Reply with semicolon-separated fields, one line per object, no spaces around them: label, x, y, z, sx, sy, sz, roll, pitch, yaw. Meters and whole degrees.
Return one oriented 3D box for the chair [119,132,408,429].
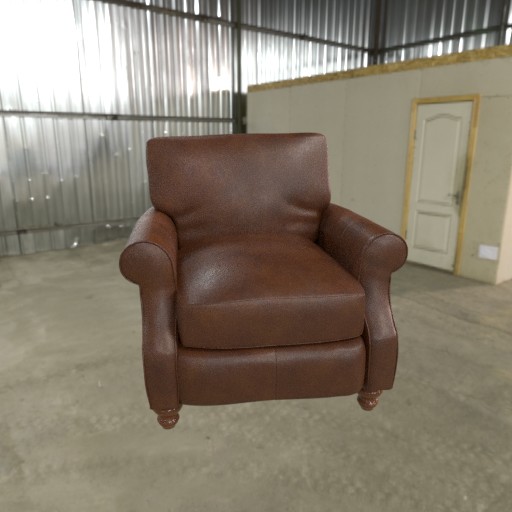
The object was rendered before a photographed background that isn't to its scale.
chair;0.000;0.000;1.806;0.989;0.972;0.992;-2;16;-8
